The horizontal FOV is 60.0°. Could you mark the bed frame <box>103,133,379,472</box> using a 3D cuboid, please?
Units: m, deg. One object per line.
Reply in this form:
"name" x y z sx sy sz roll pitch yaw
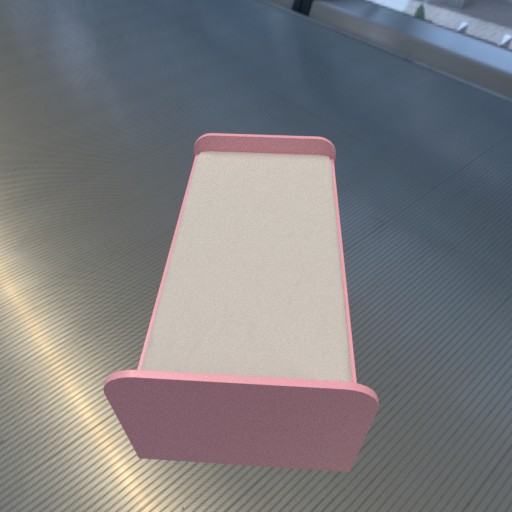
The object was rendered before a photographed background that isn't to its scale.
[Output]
"bed frame" 0.000 0.000 2.475 0.998 0.805 1.963 3 47 2
